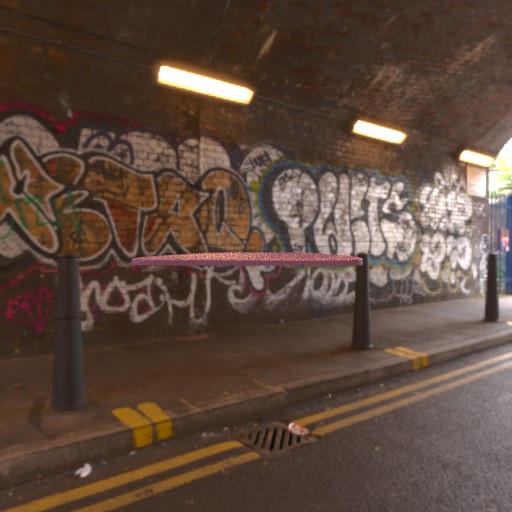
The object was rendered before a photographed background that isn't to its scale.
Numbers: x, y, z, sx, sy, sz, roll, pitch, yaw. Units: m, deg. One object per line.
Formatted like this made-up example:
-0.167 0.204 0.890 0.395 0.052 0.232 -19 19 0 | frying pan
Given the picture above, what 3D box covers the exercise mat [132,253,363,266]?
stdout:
0.000 0.000 2.054 0.616 0.021 1.869 0 1 2 | exercise mat
